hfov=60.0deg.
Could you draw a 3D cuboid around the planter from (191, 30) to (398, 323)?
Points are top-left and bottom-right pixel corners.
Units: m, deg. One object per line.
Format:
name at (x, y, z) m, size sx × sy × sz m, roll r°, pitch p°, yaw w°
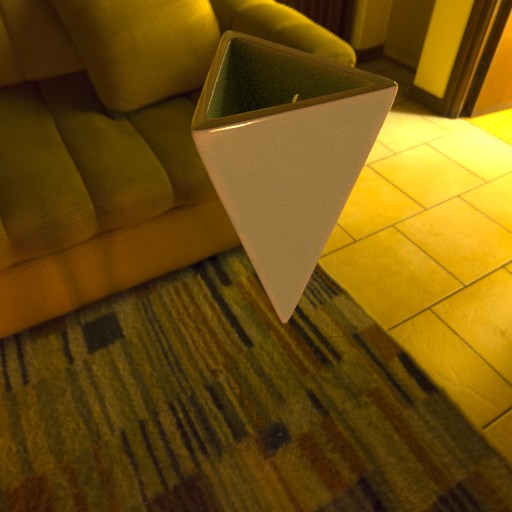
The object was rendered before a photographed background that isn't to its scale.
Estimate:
planter at (0.000, 0.000, 0.219) m, size 0.080 × 0.178 × 0.064 m, roll 31°, pitch 53°, yaw 26°
